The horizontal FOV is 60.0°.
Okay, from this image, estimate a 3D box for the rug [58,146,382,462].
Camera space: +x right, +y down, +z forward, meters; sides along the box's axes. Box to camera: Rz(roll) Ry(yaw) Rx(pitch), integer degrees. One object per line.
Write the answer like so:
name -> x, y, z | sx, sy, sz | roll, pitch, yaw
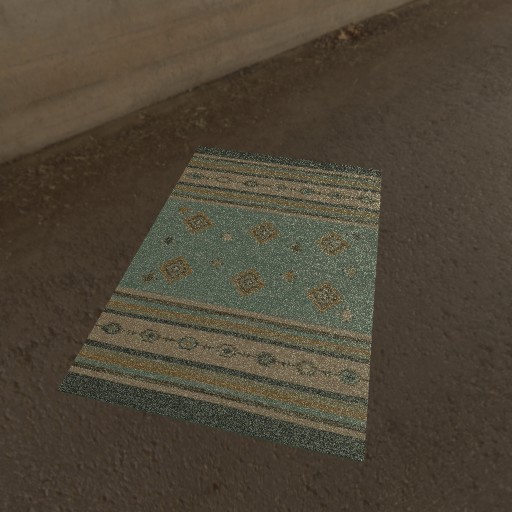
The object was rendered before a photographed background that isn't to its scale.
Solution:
rug -> 0.000, 0.000, 2.288 | 1.212, 0.010, 1.811 | 10, 47, 9
